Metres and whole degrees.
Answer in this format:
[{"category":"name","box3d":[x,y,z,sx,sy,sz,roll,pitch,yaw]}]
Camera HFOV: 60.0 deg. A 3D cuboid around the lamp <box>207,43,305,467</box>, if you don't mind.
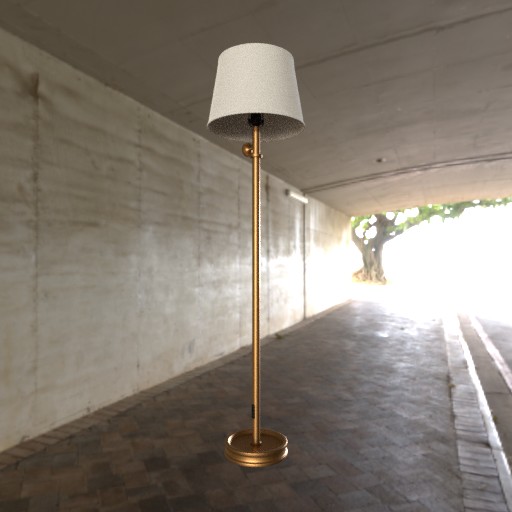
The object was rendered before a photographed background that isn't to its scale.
[{"category":"lamp","box3d":[0.000,0.000,0.804,0.178,0.710,0.178,0,-1,0]}]
